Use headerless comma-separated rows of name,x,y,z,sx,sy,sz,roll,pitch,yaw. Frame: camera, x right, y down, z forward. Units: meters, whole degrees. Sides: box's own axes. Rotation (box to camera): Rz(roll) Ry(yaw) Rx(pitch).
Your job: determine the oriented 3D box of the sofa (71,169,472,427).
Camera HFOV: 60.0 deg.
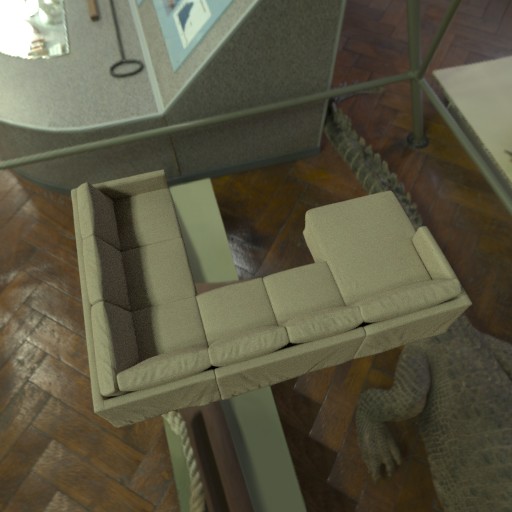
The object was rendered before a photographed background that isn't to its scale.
sofa,0.000,0.000,4.648,3.528,0.878,2.476,-14,61,-8
